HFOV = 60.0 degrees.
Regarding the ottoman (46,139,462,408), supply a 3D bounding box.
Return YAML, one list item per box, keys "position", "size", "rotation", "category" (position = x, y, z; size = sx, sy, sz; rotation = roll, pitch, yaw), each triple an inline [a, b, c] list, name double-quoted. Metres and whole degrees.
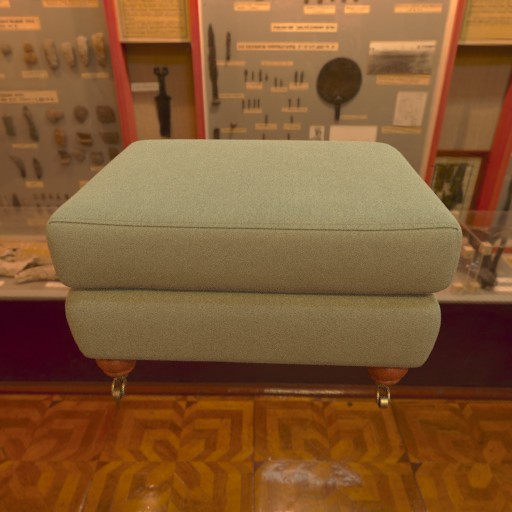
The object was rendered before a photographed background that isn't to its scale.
- position: [0.000, 0.000, 1.111]
  size: [0.773, 0.499, 0.569]
  rotation: [1, 29, 2]
  category: "ottoman"
